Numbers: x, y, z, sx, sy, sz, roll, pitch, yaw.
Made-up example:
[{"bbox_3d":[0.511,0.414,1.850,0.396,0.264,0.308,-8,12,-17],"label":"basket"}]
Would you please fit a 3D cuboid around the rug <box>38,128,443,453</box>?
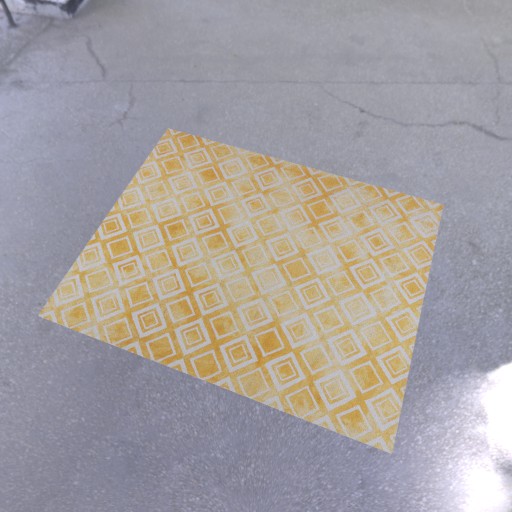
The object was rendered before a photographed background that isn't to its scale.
[{"bbox_3d":[0.000,0.000,4.073,3.037,0.011,2.433,18,60,11],"label":"rug"}]
